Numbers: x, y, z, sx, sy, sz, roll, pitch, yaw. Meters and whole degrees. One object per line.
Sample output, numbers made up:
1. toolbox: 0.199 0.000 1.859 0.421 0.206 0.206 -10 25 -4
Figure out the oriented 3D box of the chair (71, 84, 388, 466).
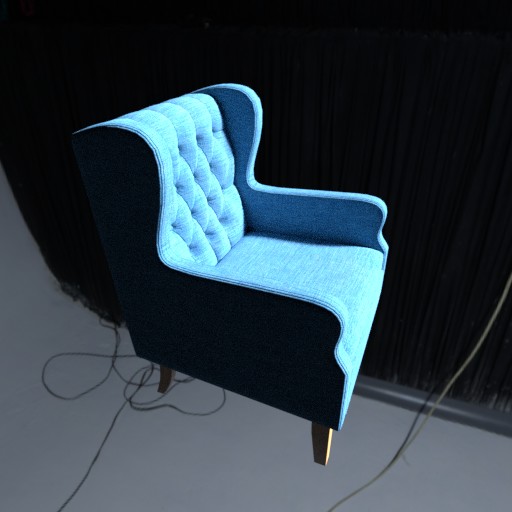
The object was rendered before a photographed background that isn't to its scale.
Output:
1. chair: 0.000 0.000 1.452 0.775 0.952 0.711 12 32 19
